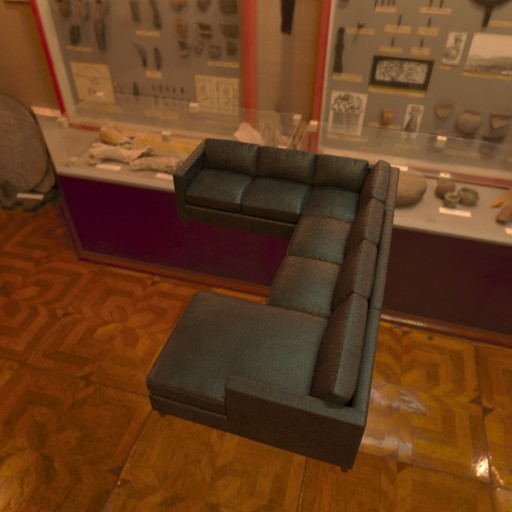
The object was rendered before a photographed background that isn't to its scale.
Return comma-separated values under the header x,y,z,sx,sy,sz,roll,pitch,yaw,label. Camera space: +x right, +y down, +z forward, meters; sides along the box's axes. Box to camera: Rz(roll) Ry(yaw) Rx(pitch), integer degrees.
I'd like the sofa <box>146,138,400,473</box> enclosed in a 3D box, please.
x,y,z,sx,sy,sz,roll,pitch,yaw,label
0.000,0.000,4.374,2.452,0.891,3.324,12,42,13,sofa
